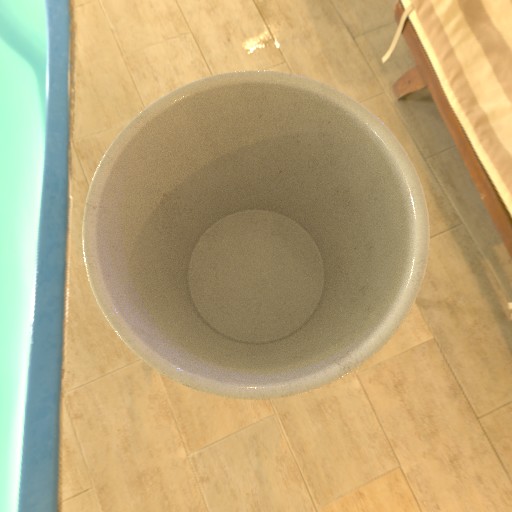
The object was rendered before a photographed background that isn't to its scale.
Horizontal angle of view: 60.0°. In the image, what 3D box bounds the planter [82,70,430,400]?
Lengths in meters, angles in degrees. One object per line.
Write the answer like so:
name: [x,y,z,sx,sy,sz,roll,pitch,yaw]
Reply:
planter: [0.000,0.000,0.438,0.260,0.220,0.260,0,75,0]
